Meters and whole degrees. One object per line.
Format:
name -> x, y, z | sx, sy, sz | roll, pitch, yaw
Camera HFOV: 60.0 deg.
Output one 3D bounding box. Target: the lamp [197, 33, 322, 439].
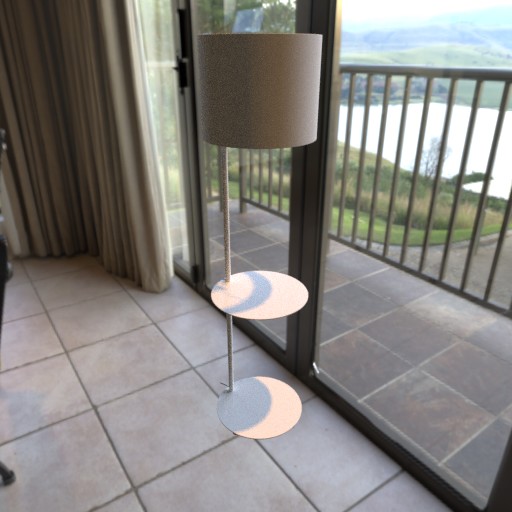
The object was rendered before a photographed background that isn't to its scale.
lamp -> 0.000, 0.000, 1.643 | 0.405, 1.465, 0.372 | 17, 30, 33
